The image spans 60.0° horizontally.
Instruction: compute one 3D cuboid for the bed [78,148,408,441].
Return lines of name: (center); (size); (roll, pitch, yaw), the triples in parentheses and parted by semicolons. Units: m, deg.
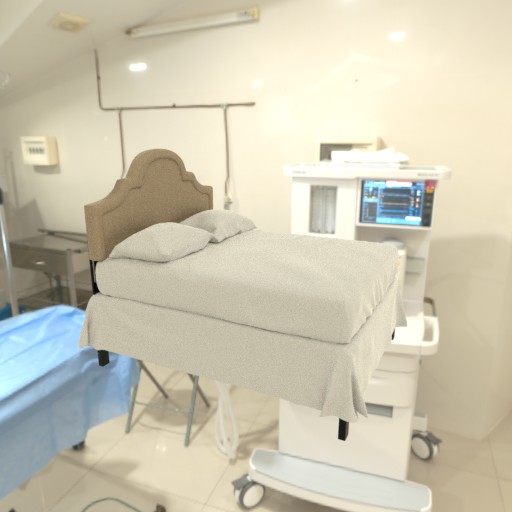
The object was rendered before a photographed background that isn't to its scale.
bed: (0.000, 0.000, 3.519); (2.222, 1.634, 1.780); (8, 17, 26)
